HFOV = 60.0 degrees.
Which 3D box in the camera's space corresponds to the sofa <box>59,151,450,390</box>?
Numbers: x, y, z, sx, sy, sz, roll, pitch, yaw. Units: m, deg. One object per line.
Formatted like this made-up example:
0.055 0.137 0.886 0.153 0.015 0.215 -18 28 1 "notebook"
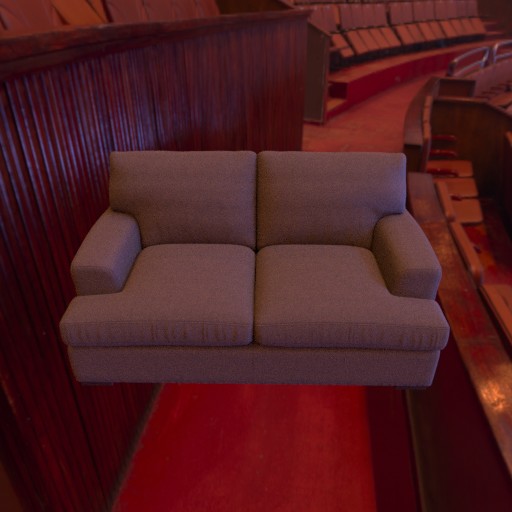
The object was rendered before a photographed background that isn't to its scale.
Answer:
0.000 0.000 2.471 1.869 0.950 1.140 0 30 1 "sofa"
